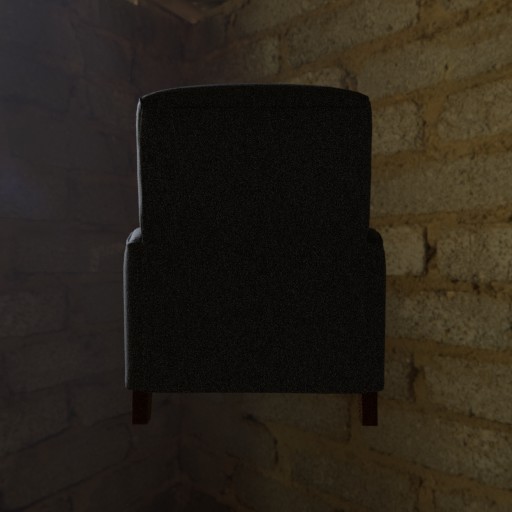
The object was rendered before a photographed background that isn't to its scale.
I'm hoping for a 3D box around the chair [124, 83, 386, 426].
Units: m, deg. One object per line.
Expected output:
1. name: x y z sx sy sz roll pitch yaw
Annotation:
1. chair: 0.000 0.000 1.662 0.839 1.016 0.850 0 1 1
